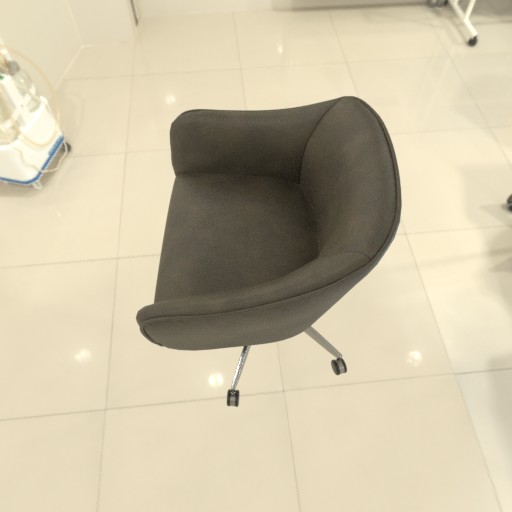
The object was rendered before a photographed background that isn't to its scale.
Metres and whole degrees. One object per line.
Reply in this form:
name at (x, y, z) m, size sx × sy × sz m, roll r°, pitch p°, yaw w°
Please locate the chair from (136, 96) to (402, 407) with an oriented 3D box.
chair at (0.000, 0.000, 1.357) m, size 0.689 × 0.827 × 0.713 m, roll 1°, pitch 57°, yaw 1°
